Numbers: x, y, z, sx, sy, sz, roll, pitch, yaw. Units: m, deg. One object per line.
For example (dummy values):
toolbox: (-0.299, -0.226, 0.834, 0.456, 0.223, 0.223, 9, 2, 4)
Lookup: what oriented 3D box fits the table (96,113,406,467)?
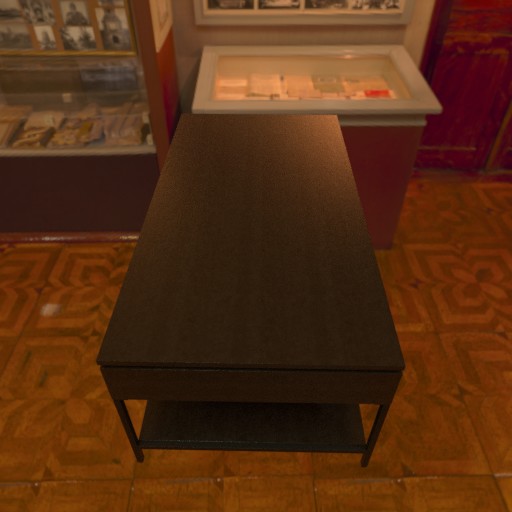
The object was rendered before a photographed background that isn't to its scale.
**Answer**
table: (0.000, 0.000, 1.373, 0.574, 0.435, 1.095, 1, 41, 1)
